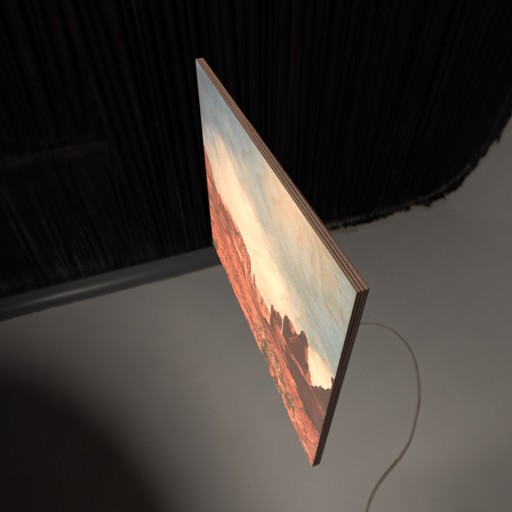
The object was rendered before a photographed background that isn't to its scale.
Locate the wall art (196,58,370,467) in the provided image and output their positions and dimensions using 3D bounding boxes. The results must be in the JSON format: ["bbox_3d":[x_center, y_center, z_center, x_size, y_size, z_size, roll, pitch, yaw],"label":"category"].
[{"bbox_3d":[0.000,0.000,0.680,0.013,0.406,0.508,-15,48,-14],"label":"wall art"}]
